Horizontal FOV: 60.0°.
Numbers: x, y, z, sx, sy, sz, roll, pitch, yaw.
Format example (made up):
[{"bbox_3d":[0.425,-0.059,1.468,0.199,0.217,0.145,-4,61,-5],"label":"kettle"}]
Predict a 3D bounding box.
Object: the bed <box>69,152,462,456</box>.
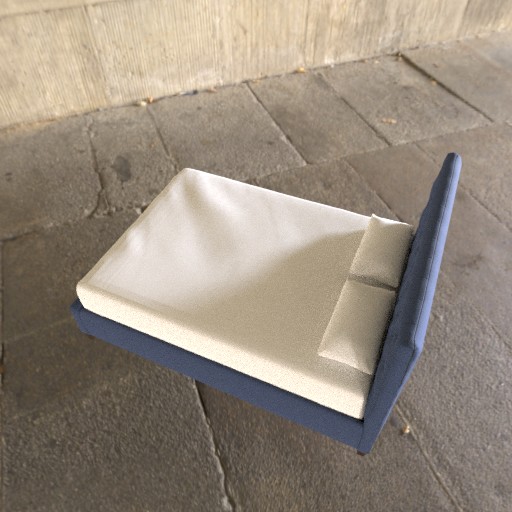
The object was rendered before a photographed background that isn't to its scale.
[{"bbox_3d":[0.000,0.000,3.353,2.387,1.427,1.706,18,50,16],"label":"bed"}]
